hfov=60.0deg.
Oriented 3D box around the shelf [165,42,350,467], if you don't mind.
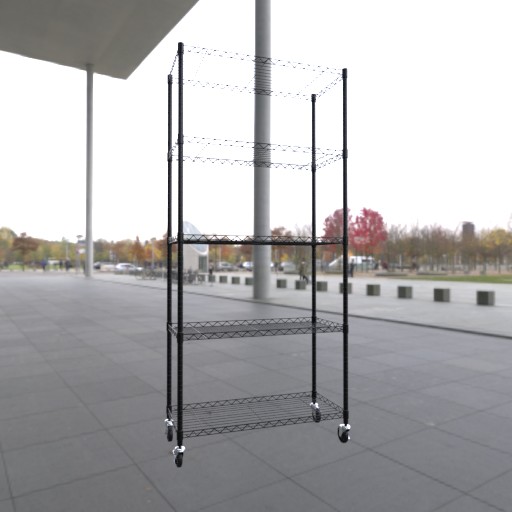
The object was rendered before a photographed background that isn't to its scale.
[{"bbox_3d":[0.000,0.000,1.972,0.762,1.645,0.356,0,-1,-19],"label":"shelf"}]
